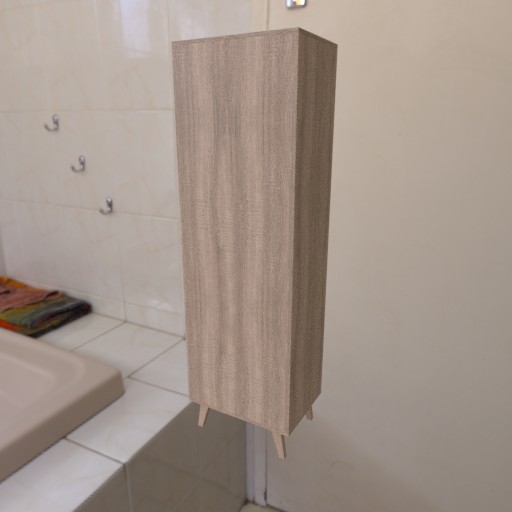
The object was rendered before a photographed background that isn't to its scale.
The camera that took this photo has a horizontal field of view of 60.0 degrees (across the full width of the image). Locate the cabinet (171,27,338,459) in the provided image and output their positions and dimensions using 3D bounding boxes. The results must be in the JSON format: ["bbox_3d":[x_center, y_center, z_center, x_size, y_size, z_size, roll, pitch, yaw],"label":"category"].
[{"bbox_3d":[0.000,0.000,2.109,0.570,1.850,0.400,9,19,28],"label":"cabinet"}]
